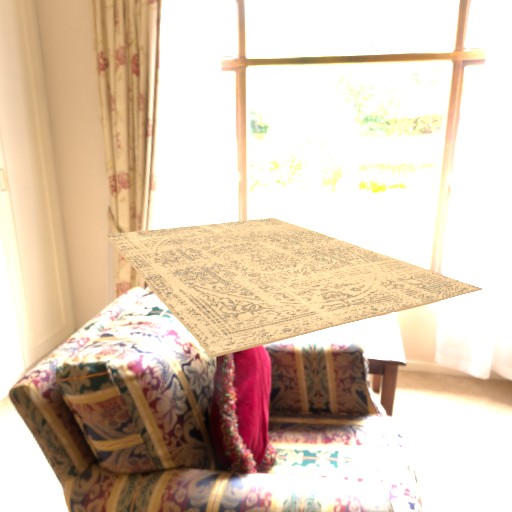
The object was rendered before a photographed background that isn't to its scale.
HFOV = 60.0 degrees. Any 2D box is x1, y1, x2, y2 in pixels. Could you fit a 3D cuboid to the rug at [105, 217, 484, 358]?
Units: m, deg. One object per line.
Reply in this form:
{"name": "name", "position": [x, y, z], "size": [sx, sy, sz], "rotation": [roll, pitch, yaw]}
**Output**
{"name": "rug", "position": [0.000, 0.000, 3.210], "size": [1.706, 0.026, 2.438], "rotation": [-8, 18, -27]}
